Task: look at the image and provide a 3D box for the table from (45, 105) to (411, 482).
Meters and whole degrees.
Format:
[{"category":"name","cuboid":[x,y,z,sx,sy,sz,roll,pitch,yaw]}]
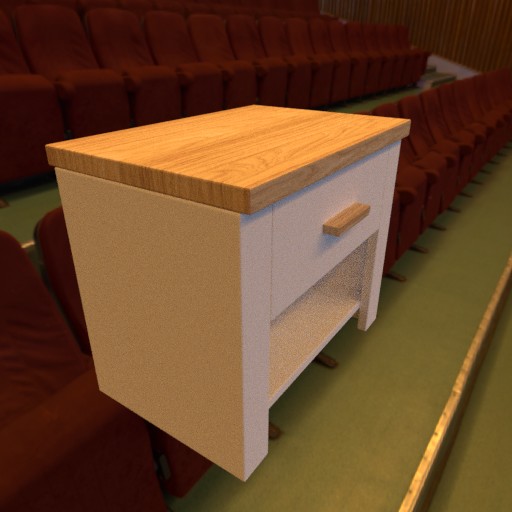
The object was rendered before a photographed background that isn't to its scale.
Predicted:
[{"category":"table","cuboid":[0.000,0.000,0.796,0.360,0.440,0.500,17,31,31]}]
